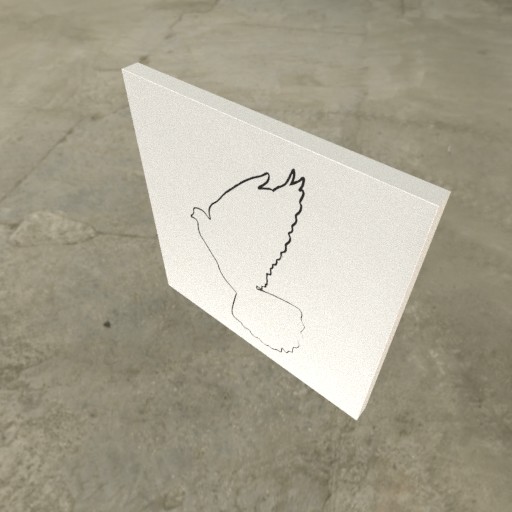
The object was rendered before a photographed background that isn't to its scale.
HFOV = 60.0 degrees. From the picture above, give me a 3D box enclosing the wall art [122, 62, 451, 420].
[{"bbox_3d":[0.000,0.000,0.904,0.610,0.610,0.038,31,54,26],"label":"wall art"}]
